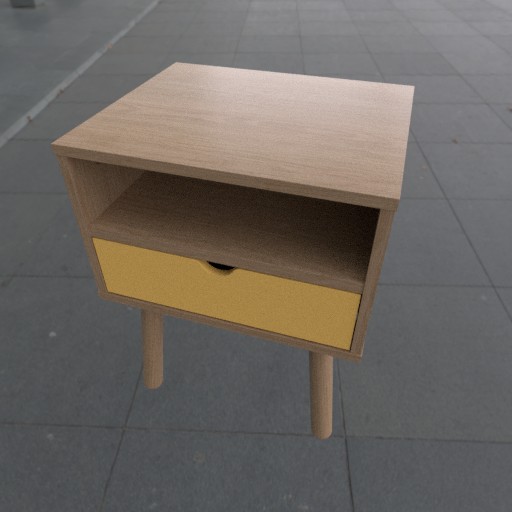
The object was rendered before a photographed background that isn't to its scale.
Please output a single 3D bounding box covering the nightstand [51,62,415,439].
[{"bbox_3d":[0.000,0.000,0.856,0.450,0.571,0.380,12,41,14],"label":"nightstand"}]
